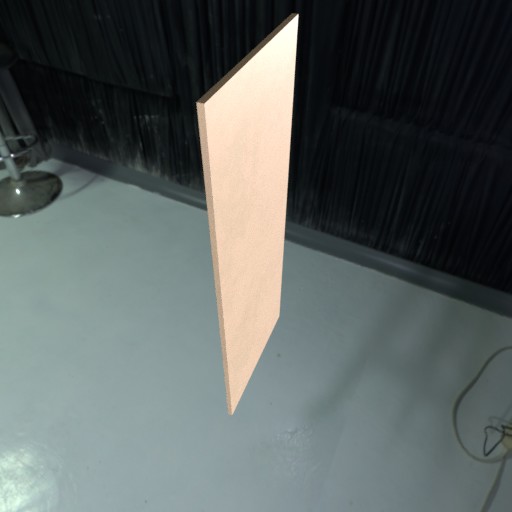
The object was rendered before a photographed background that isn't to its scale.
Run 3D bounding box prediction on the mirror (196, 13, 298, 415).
[{"bbox_3d":[0.000,0.000,2.253,0.026,2.031,0.812,17,48,16],"label":"mirror"}]
